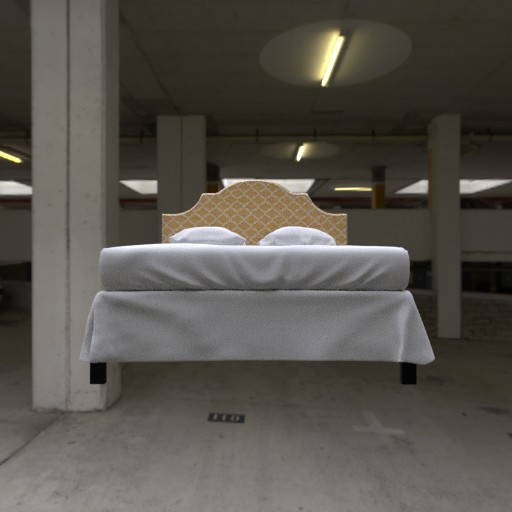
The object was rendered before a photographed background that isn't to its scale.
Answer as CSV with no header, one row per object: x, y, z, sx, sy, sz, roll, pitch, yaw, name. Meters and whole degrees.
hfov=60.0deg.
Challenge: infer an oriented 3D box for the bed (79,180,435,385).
0.000,0.000,3.766,2.314,1.601,2.222,0,0,0,bed
